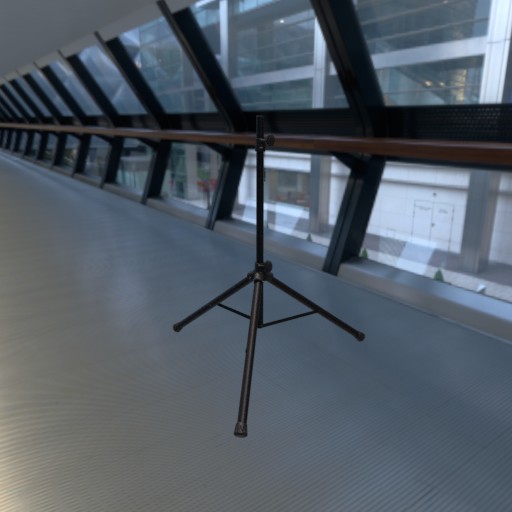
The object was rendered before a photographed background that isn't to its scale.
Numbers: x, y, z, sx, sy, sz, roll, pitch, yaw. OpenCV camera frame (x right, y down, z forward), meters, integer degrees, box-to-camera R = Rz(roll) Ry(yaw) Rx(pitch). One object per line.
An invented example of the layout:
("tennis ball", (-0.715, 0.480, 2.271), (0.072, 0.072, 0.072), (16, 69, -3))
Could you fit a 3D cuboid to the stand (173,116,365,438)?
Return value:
("stand", (0.000, 0.000, 1.868), (1.045, 1.136, 0.907), (2, 16, 8))
